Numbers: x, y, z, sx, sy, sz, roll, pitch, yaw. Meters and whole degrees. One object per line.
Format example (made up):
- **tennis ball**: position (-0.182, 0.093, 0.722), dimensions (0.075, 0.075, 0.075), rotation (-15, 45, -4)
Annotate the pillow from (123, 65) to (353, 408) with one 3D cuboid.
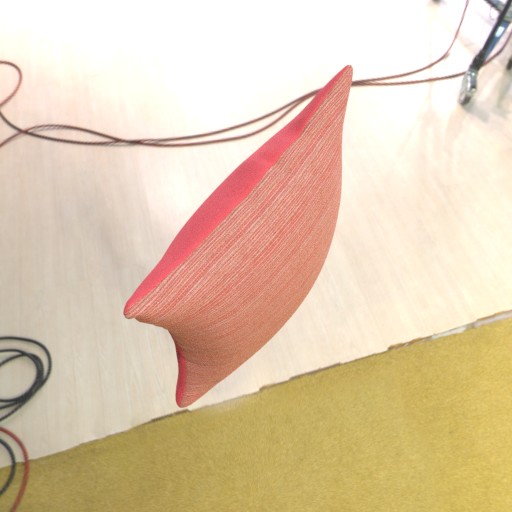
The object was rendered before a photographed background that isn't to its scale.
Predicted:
- **pillow**: position (0.000, 0.000, 0.833), dimensions (0.229, 0.501, 0.559), rotation (32, 65, 17)
